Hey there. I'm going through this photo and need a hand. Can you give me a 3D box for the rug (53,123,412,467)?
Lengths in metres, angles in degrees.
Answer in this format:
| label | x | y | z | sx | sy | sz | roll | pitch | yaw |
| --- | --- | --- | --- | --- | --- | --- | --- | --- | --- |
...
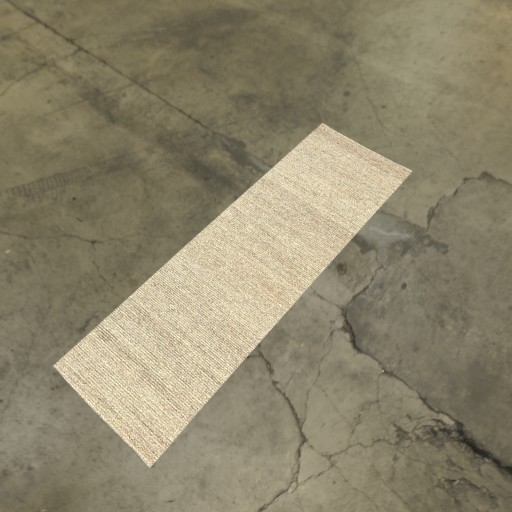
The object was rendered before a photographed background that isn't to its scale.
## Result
| label | x | y | z | sx | sy | sz | roll | pitch | yaw |
| --- | --- | --- | --- | --- | --- | --- | --- | --- | --- |
| rug | 0.000 | 0.000 | 2.638 | 0.741 | 0.014 | 2.390 | 36 | 65 | 20 |
